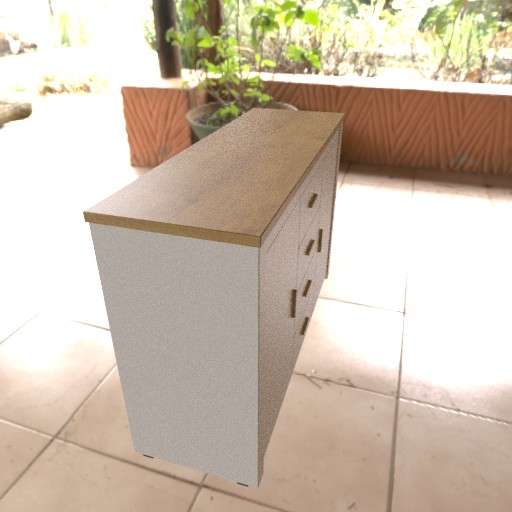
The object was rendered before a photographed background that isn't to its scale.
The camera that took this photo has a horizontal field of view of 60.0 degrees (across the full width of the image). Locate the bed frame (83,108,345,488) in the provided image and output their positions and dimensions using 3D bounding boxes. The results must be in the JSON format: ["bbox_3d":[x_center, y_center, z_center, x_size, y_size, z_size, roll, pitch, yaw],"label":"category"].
[{"bbox_3d":[0.000,0.000,1.710,0.430,0.850,1.300,9,30,15],"label":"bed frame"}]
